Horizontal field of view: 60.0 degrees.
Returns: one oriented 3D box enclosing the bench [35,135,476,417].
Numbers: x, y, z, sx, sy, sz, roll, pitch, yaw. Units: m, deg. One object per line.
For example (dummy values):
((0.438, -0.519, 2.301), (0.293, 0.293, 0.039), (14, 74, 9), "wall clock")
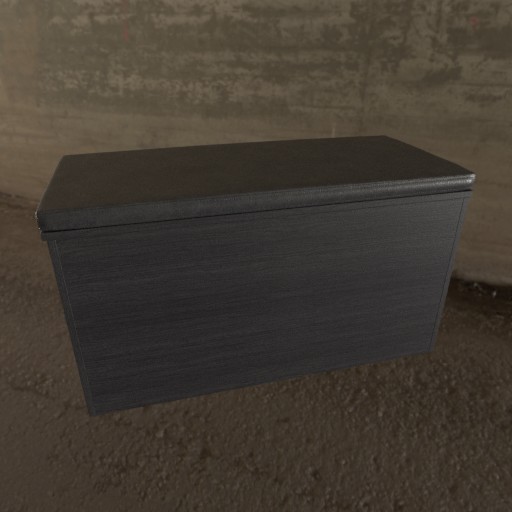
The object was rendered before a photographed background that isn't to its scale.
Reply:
((0.000, 0.000, 1.156), (0.905, 0.501, 0.401), (-7, 29, -13), "bench")
